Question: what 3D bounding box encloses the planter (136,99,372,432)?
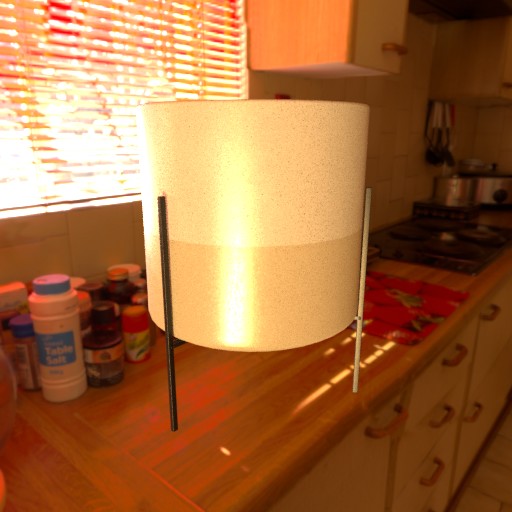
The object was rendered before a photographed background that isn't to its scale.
[{"bbox_3d":[0.000,0.000,0.758,0.368,0.484,0.359,3,16,10],"label":"planter"}]
